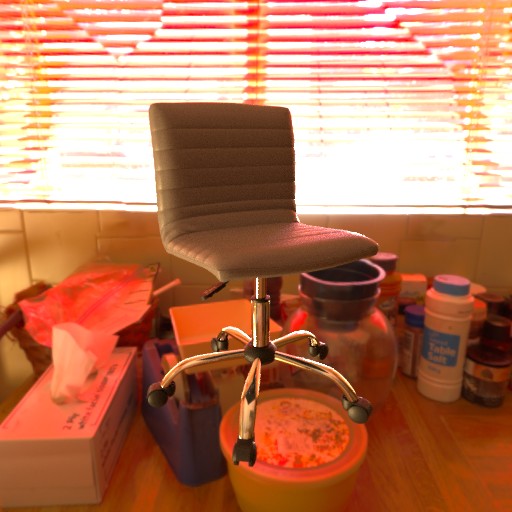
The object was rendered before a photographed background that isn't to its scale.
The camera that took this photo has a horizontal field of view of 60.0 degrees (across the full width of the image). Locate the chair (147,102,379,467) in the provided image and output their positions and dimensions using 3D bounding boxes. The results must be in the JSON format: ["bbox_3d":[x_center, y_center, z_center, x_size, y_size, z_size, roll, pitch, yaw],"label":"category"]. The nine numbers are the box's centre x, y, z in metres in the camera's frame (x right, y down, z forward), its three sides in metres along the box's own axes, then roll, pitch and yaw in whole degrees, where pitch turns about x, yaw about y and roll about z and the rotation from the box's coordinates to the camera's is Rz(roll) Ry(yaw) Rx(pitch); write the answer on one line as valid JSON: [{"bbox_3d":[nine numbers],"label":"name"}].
[{"bbox_3d":[0.000,0.000,1.110,0.569,0.750,0.542,-8,17,-27],"label":"chair"}]
